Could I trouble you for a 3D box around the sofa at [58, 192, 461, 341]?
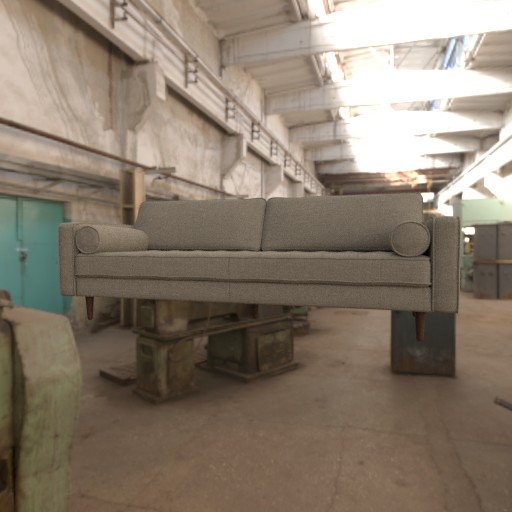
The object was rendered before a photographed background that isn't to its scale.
[{"bbox_3d":[0.000,0.000,2.703,2.211,0.762,0.914,1,2,18],"label":"sofa"}]
